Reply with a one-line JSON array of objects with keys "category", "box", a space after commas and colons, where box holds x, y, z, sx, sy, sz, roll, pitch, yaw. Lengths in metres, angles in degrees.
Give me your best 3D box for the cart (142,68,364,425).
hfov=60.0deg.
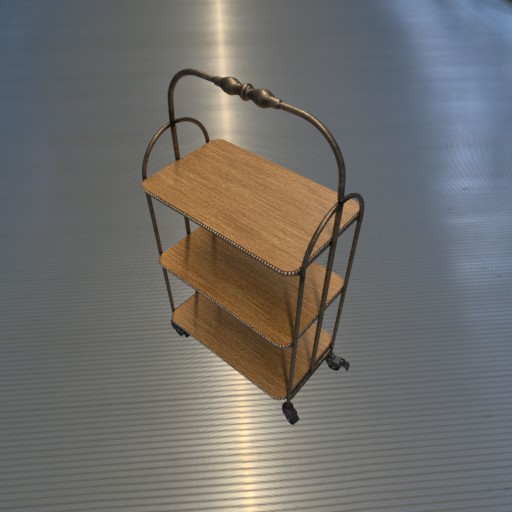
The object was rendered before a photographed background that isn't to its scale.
[{"category": "cart", "box": [0.000, 0.000, 1.341, 0.650, 1.052, 0.330, 31, 53, 27]}]
